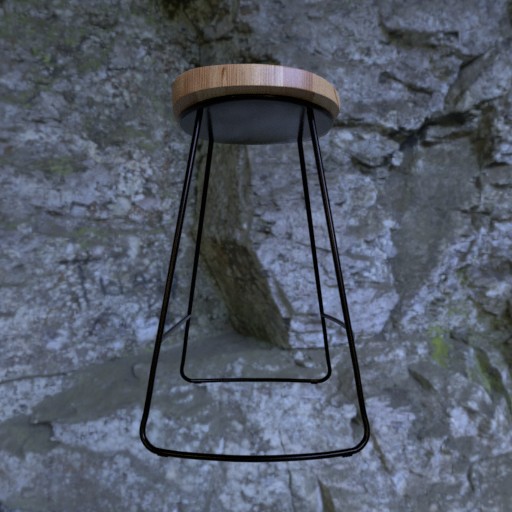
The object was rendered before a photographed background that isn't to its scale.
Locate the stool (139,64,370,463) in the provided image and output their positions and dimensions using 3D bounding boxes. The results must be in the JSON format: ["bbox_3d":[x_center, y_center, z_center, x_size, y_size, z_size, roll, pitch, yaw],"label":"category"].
[{"bbox_3d":[0.000,0.000,0.963,0.401,0.679,0.480,0,0,0],"label":"stool"}]
